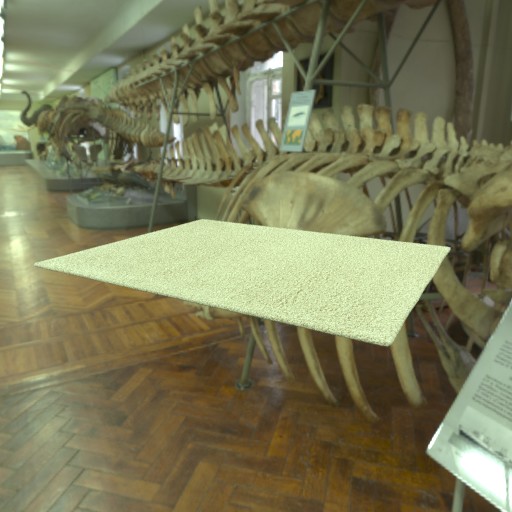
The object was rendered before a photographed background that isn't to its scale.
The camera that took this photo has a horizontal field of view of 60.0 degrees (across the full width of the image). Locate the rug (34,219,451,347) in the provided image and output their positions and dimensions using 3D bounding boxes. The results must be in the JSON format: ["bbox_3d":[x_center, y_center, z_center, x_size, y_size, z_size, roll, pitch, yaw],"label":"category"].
[{"bbox_3d":[0.000,0.000,4.101,3.047,0.029,2.438,9,17,29],"label":"rug"}]
